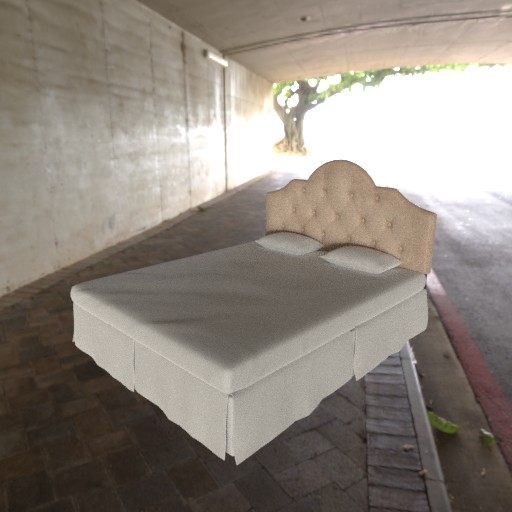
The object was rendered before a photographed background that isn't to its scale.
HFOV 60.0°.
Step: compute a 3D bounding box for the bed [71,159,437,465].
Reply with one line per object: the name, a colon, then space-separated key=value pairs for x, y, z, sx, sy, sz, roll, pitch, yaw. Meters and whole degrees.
bed: x=0.000 y=0.000 z=2.971 sx=1.667 sy=1.194 sz=1.970 roll=15 pitch=21 yaw=43
